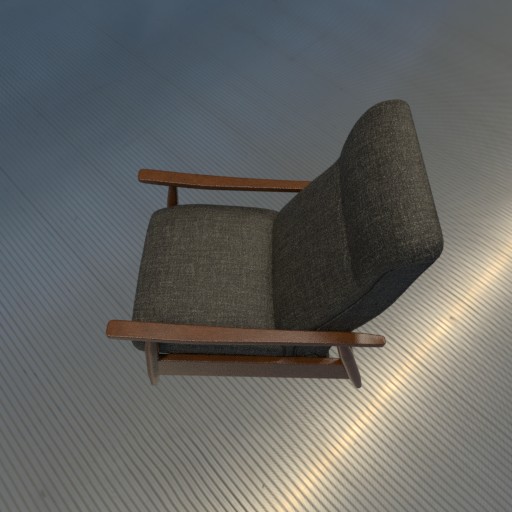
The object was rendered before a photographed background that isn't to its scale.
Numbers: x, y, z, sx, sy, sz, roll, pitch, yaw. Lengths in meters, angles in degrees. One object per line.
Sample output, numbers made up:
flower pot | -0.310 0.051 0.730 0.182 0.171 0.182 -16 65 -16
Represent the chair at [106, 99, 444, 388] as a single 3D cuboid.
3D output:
chair | 0.000 0.000 1.766 1.014 1.082 0.762 1 58 0
